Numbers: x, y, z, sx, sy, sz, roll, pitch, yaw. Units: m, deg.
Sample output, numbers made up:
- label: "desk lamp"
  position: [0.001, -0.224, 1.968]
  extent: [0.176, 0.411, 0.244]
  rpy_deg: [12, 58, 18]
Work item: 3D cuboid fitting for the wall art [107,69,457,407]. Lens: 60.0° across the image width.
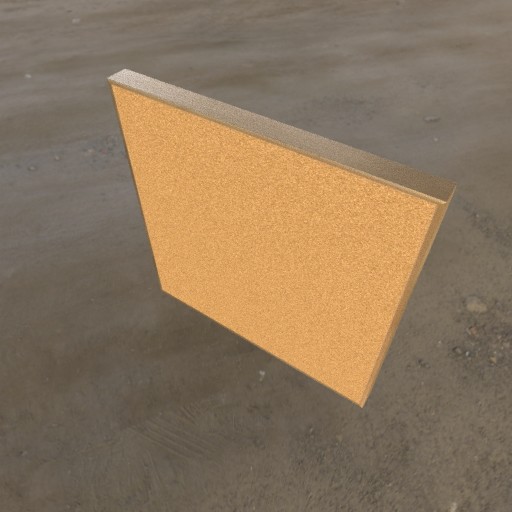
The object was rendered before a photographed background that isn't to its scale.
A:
- label: "wall art"
  position: [0.000, 0.000, 0.765]
  extent: [0.513, 0.511, 0.038]
  rpy_deg: [26, 52, 22]
